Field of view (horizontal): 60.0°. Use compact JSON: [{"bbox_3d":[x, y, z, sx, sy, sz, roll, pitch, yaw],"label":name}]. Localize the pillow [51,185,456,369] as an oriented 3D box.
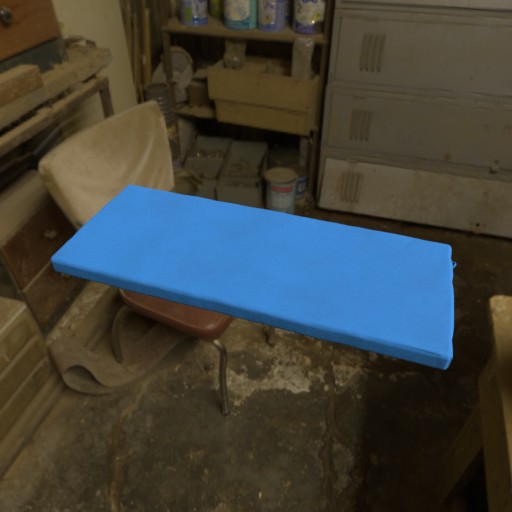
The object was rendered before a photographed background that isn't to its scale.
[{"bbox_3d":[0.000,0.000,1.374,1.187,0.081,0.492,12,42,14],"label":"pillow"}]
